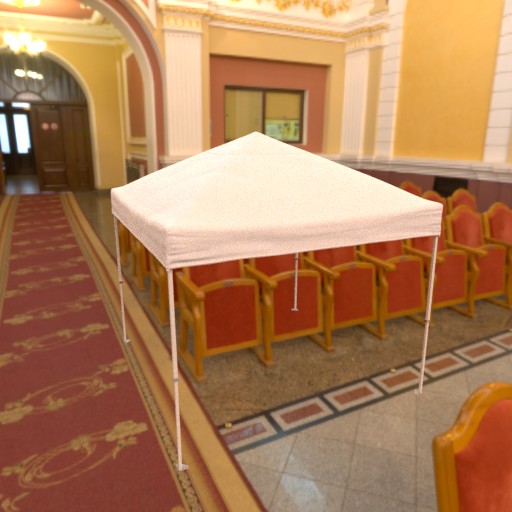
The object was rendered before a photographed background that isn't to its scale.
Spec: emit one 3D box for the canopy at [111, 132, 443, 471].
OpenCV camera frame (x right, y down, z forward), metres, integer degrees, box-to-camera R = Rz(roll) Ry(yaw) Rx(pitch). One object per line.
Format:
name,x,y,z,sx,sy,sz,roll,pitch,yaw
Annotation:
canopy,0.000,0.000,5.548,2.998,2.997,2.996,-7,17,-24
